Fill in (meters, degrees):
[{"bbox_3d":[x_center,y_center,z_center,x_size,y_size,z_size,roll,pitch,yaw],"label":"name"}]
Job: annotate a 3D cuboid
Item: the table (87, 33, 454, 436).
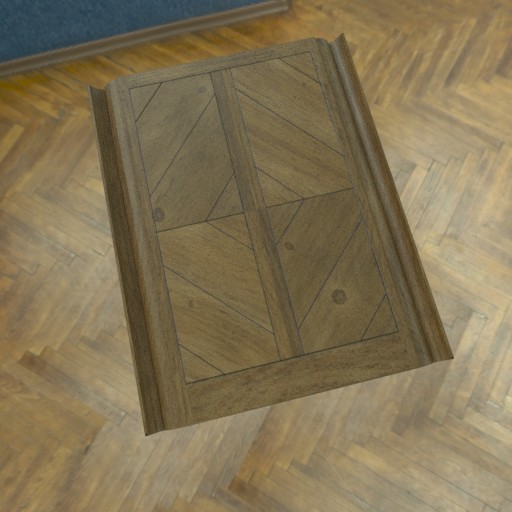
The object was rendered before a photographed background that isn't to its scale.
[{"bbox_3d":[0.000,0.000,1.270,0.591,0.763,0.746,-13,76,-3],"label":"table"}]
